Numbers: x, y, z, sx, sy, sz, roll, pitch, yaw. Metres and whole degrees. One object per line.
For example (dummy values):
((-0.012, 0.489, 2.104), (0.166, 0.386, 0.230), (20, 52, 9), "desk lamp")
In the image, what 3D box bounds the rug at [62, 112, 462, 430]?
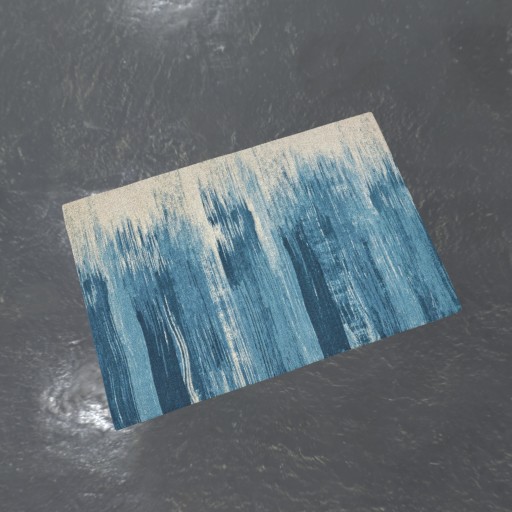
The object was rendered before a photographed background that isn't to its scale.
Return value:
((0.000, 0.000, 2.346), (1.836, 0.009, 1.232), (-18, 75, -5), "rug")
